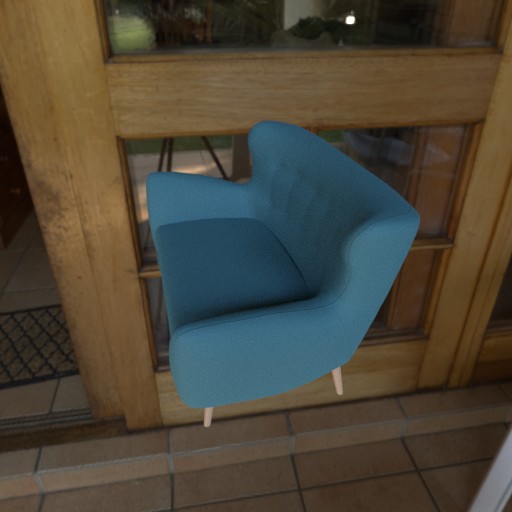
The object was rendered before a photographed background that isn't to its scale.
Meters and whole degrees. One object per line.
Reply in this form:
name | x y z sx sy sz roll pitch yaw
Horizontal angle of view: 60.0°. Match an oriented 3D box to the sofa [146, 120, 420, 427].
sofa | 0.000 0.000 2.004 0.889 0.889 1.397 -8 31 -13
